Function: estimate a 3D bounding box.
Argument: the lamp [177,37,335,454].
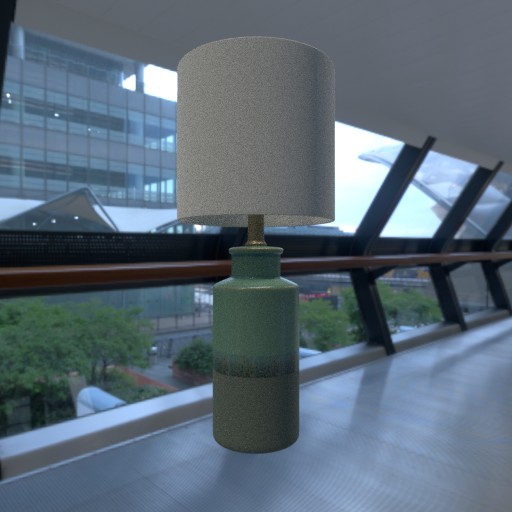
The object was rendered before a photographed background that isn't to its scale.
[{"bbox_3d":[0.000,0.000,0.603,0.212,0.493,0.212,0,0,2],"label":"lamp"}]
